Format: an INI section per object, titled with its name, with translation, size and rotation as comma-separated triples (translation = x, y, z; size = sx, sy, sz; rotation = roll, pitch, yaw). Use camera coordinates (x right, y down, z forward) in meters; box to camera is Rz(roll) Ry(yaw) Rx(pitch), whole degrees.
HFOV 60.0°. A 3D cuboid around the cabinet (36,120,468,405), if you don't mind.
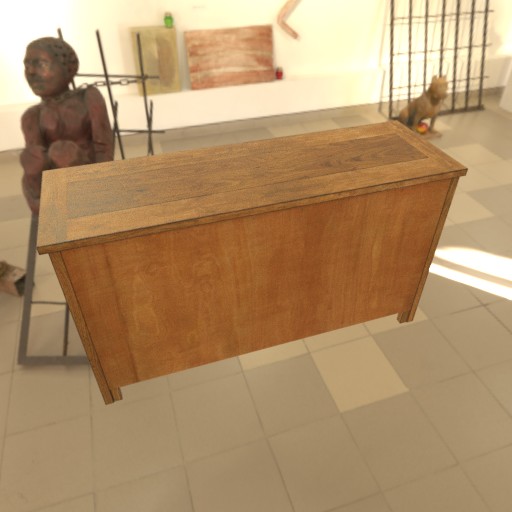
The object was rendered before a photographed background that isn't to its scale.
[cabinet]
translation = 0.000, 0.000, 1.869
size = 1.474, 0.813, 0.480
rotation = -12, 41, -14
